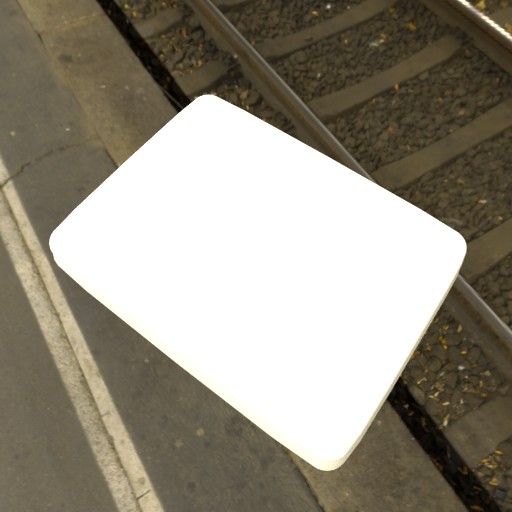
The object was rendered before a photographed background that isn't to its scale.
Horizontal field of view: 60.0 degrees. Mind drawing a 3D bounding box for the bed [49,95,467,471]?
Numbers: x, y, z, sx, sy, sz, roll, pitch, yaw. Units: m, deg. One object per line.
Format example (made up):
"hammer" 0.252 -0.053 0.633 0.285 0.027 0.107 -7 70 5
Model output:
"bed" 0.000 0.000 2.632 2.036 0.460 1.520 34 68 15
